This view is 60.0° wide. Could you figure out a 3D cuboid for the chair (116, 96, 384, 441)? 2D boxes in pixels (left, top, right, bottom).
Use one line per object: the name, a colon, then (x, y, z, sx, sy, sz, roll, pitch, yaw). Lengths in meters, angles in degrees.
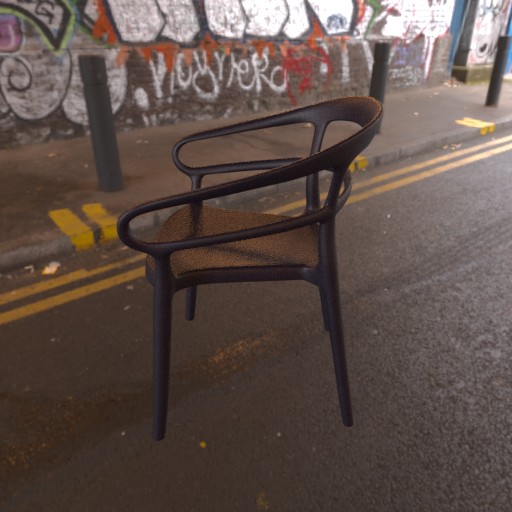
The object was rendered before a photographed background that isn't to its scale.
chair: (0.000, 0.000, 1.132, 0.527, 0.761, 0.559, 1, 28, 1)
